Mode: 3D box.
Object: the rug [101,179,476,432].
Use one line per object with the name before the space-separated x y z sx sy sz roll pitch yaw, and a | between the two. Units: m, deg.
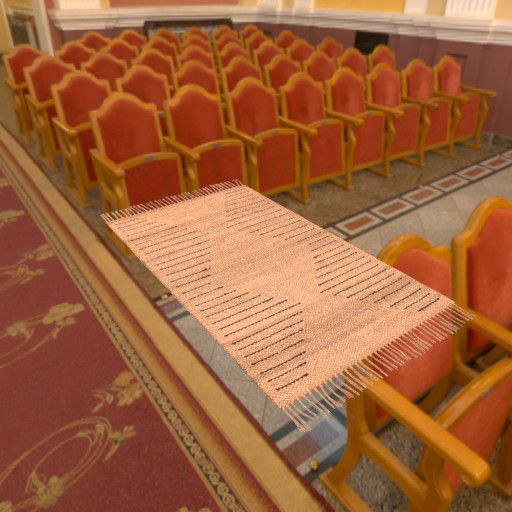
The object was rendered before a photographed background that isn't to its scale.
rug | 0.000 0.000 2.062 0.905 0.017 1.718 -21 37 -30
